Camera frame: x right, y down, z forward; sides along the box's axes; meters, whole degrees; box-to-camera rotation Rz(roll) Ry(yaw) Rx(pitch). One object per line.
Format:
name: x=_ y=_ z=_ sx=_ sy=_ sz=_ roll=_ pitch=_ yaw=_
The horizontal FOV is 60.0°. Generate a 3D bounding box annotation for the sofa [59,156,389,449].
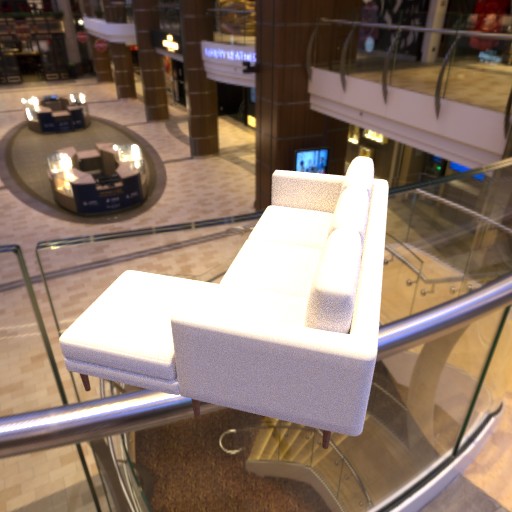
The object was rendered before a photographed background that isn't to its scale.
sofa: x=0.000 y=0.000 z=2.909 sx=1.580 sy=0.899 sz=2.029 roll=8 pitch=32 yaw=14
